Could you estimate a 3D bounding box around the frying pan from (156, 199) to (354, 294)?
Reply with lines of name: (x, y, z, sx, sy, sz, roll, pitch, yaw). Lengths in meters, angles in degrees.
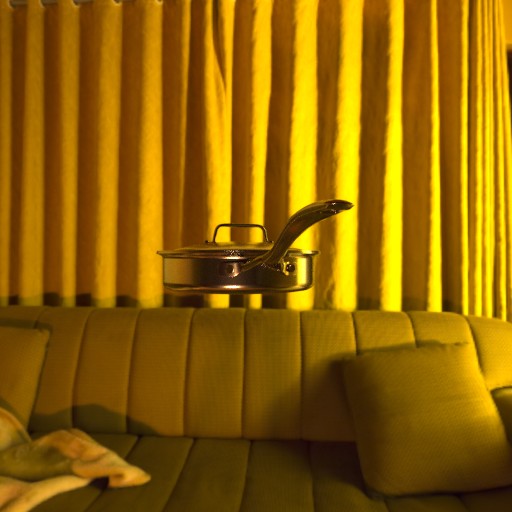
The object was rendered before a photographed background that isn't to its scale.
frying pan: (0.000, 0.000, 0.671, 0.280, 0.114, 0.561, 0, 0, -17)
